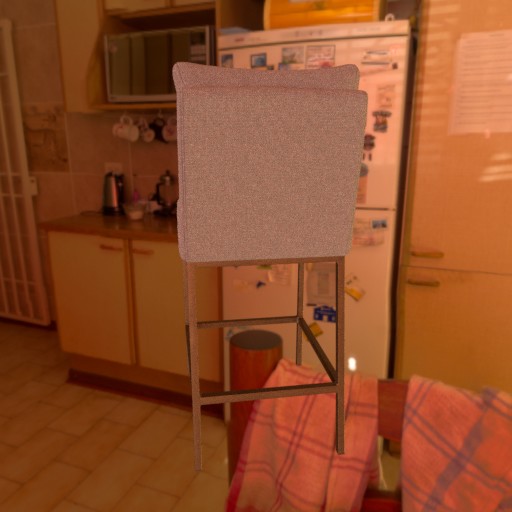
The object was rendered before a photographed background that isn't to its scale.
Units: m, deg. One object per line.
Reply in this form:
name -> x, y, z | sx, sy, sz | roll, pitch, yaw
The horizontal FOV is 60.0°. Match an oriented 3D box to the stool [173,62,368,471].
stool -> 0.000, 0.000, 1.339 | 0.463, 1.031, 0.569 | -2, 15, -9
